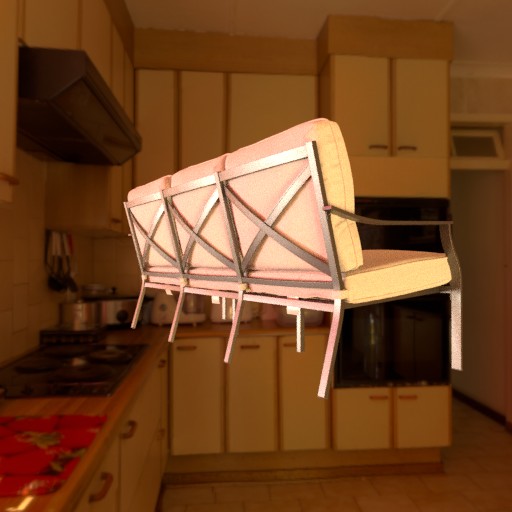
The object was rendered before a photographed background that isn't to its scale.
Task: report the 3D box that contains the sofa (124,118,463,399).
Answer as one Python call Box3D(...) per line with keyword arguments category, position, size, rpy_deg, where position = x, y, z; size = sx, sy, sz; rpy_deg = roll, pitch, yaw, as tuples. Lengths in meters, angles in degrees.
Box3D(category="sofa", position=(0.000, 0.000, 2.177), size=(0.787, 0.860, 1.740), rpy_deg=(0, -1, -35))
